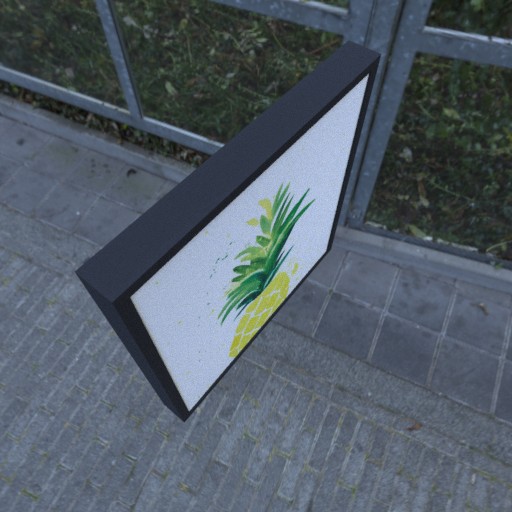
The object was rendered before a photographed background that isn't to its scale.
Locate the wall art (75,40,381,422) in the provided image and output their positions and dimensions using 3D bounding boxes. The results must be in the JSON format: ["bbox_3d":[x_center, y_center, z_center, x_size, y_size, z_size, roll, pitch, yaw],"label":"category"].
[{"bbox_3d":[0.000,0.000,0.450,0.033,0.304,0.305,34,63,20],"label":"wall art"}]
